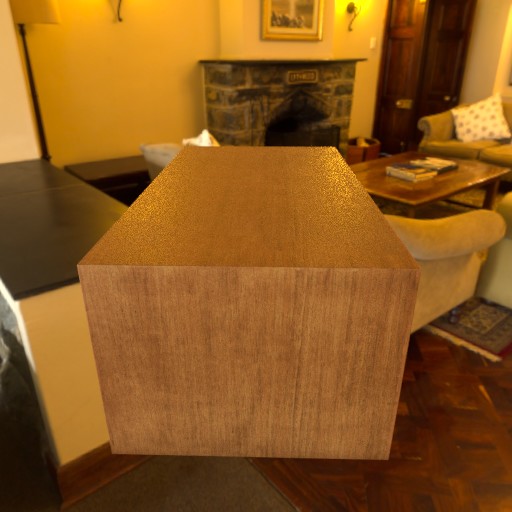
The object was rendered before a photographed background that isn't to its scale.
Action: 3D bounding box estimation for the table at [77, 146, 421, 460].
[{"bbox_3d":[0.000,0.000,1.245,0.549,0.419,1.000,1,25,1],"label":"table"}]
